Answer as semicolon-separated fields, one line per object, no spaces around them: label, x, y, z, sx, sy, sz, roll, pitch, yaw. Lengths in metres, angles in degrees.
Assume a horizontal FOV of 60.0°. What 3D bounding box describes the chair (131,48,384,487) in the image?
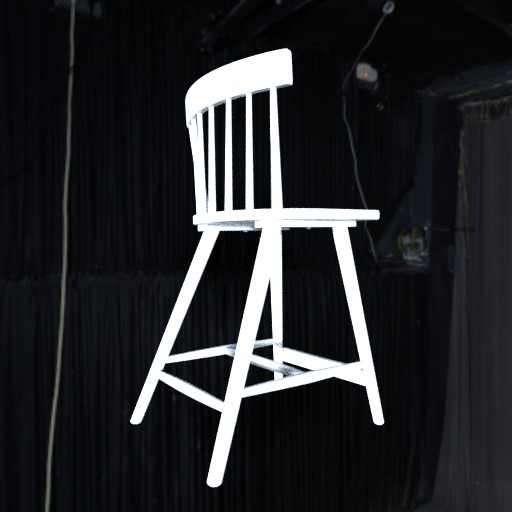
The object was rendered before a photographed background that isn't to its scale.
chair;0.000;0.000;1.255;0.572;0.952;0.483;-1;1;-38
